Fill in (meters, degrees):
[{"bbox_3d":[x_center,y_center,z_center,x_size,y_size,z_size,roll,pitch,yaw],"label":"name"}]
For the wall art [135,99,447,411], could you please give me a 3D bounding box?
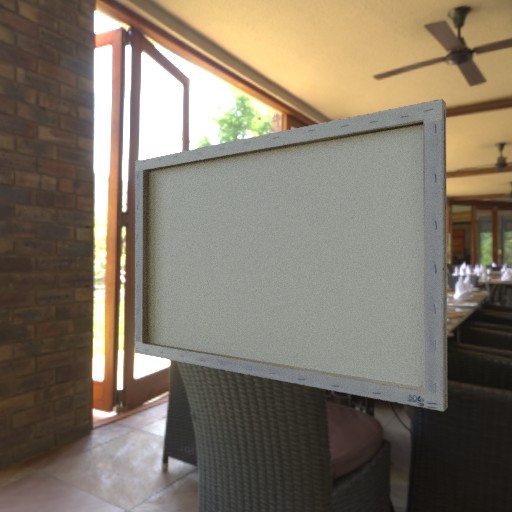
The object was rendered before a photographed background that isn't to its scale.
[{"bbox_3d":[0.000,0.000,1.421,1.143,0.757,0.038,0,-1,36],"label":"wall art"}]
